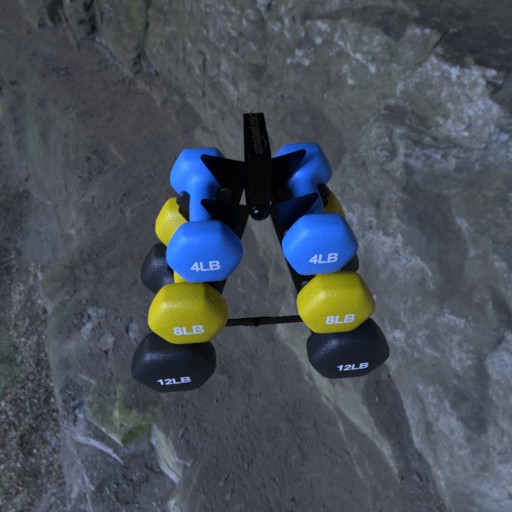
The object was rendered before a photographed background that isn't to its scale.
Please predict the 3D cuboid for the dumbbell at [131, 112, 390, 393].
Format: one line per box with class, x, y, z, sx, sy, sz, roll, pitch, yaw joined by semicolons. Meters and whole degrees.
dumbbell;0.000;0.000;0.669;0.409;0.426;0.255;-4;48;-3
